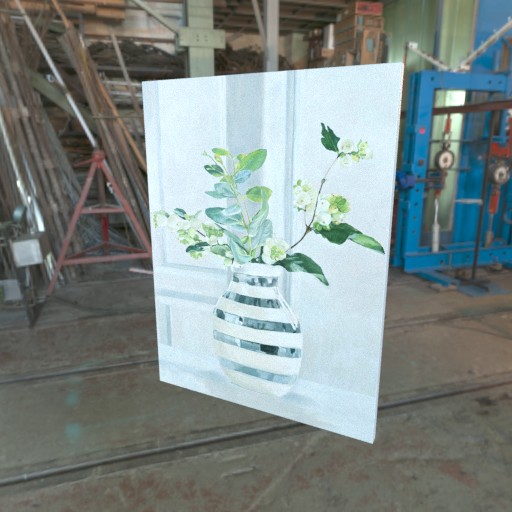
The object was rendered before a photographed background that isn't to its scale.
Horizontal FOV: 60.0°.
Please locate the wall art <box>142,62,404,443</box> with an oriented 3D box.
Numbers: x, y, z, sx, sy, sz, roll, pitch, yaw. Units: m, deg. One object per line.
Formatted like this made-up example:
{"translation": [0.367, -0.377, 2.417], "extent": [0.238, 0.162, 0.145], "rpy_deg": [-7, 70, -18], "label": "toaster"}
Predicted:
{"translation": [0.000, 0.000, 1.580], "extent": [0.914, 1.212, 0.038], "rpy_deg": [7, 16, 26], "label": "wall art"}
